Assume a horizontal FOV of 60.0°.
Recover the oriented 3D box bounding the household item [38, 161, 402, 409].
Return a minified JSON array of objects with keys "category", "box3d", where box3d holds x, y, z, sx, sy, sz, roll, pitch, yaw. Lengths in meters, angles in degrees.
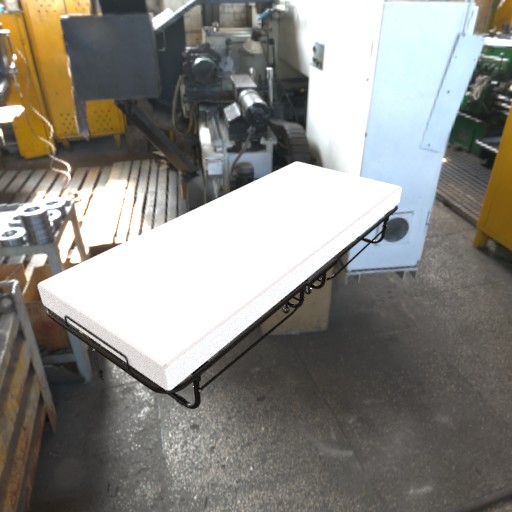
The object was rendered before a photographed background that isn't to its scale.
[{"category":"household item","box3d":[0.000,0.000,2.260,0.787,0.356,1.905,22,37,32]}]
